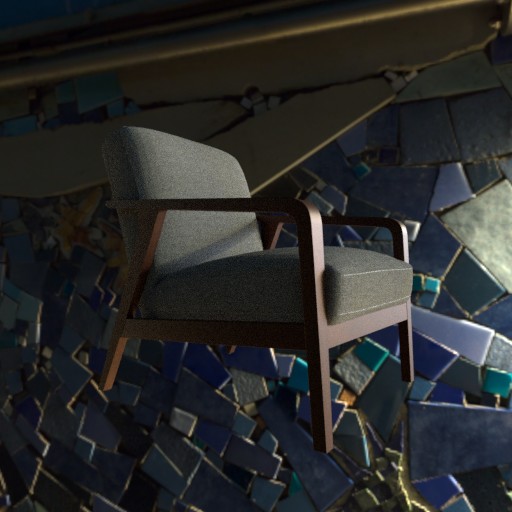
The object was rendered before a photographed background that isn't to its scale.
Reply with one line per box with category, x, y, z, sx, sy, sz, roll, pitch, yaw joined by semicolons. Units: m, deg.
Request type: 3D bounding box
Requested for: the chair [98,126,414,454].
chair;0.000;0.000;1.451;0.858;0.847;0.704;0;0;35
